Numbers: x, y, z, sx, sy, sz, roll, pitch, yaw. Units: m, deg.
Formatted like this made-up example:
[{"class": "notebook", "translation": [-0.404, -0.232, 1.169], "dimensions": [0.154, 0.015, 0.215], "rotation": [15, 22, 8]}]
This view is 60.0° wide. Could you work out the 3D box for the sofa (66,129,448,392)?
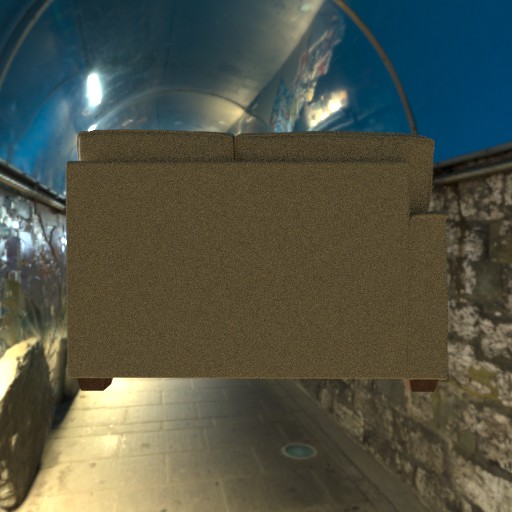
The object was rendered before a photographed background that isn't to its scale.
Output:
[{"class": "sofa", "translation": [0.000, 0.000, 2.046], "dimensions": [1.388, 0.989, 0.991], "rotation": [0, 0, 1]}]
